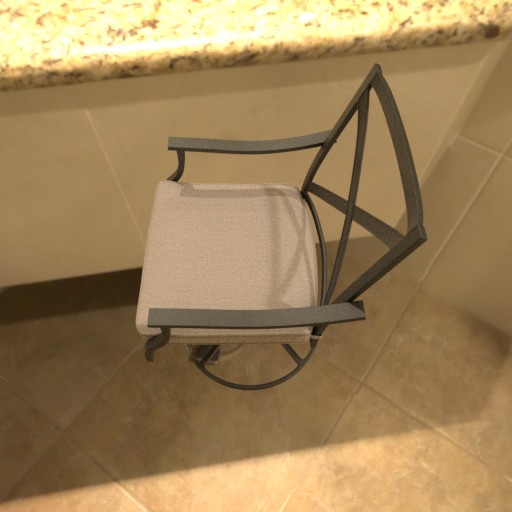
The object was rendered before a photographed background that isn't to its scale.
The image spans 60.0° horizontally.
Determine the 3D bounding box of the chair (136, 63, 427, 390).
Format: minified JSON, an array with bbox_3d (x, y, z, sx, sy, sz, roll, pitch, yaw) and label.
[{"bbox_3d":[0.000,0.000,1.269,0.620,0.889,0.575,-1,58,-1],"label":"chair"}]
